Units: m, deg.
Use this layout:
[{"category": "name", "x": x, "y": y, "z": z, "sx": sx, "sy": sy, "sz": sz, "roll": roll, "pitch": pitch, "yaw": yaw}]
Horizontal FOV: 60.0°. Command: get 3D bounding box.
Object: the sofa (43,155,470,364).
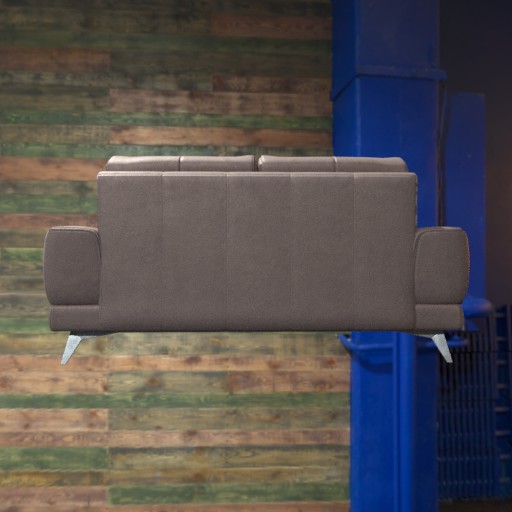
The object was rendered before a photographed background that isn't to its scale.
[{"category": "sofa", "x": 0.000, "y": 0.000, "z": 2.321, "sx": 1.806, "sy": 0.907, "sz": 1.018, "roll": 0, "pitch": -1, "yaw": -1}]
